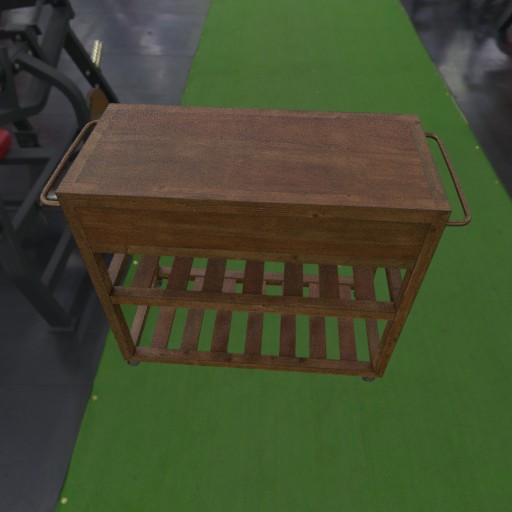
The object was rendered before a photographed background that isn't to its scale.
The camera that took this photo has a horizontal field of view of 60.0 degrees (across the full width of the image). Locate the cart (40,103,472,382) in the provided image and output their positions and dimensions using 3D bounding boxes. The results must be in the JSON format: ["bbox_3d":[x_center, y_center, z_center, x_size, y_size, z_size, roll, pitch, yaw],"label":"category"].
[{"bbox_3d":[0.000,0.000,1.468,1.065,0.830,0.445,3,47,3],"label":"cart"}]
